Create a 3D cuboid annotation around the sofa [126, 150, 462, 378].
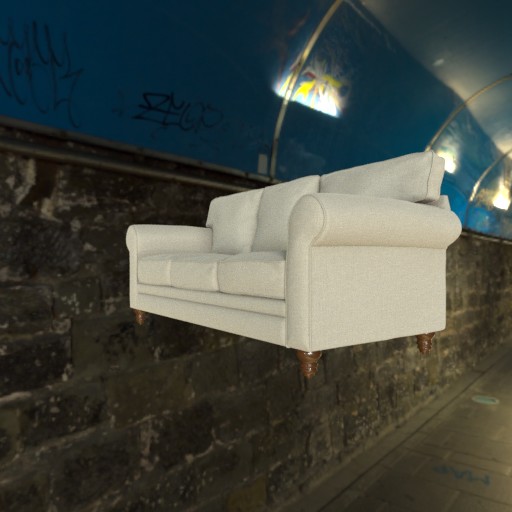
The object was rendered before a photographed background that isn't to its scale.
[{"bbox_3d":[0.000,0.000,2.651,0.916,0.961,2.084,0,-1,-35],"label":"sofa"}]
